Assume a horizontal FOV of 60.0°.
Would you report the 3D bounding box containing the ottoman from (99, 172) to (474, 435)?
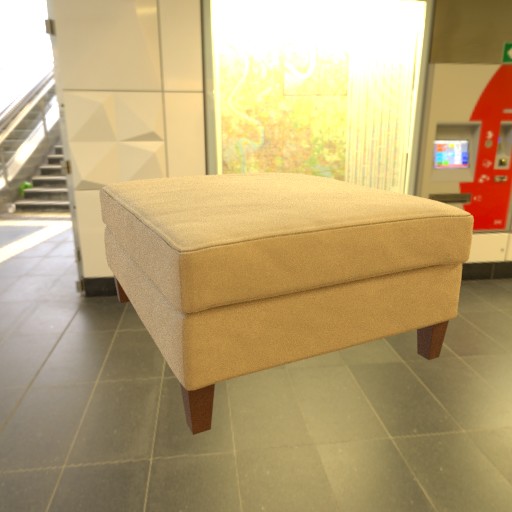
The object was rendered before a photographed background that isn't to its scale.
[{"bbox_3d":[0.000,0.000,1.464,0.836,0.492,1.002,-8,18,-26],"label":"ottoman"}]
